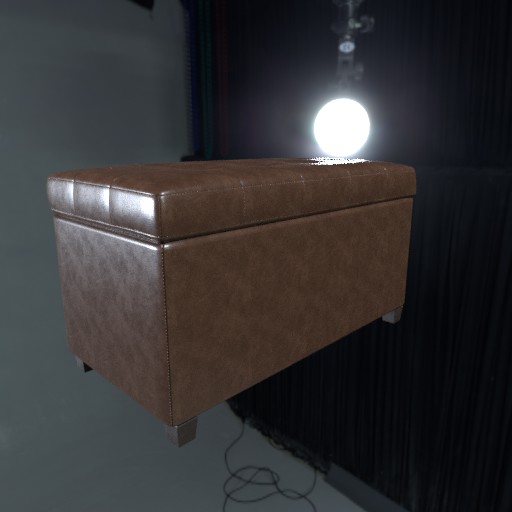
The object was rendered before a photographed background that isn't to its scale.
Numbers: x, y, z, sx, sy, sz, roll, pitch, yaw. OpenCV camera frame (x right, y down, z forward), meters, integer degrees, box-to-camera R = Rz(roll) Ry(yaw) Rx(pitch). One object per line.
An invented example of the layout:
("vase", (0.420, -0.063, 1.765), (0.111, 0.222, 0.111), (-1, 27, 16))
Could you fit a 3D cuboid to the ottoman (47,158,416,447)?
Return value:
("ottoman", (0.000, 0.000, 1.120), (0.432, 0.470, 0.838), (14, 20, 43))
